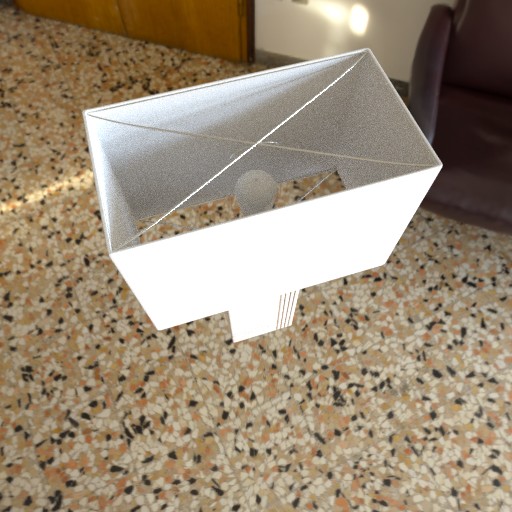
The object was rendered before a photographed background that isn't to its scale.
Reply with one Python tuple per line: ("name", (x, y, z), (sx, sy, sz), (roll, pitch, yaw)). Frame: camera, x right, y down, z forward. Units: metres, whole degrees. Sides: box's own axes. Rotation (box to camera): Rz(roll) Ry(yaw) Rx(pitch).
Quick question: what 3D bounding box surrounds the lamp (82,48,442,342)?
("lamp", (0.000, 0.000, 0.698), (0.334, 0.543, 0.182), (-16, 64, -8))
